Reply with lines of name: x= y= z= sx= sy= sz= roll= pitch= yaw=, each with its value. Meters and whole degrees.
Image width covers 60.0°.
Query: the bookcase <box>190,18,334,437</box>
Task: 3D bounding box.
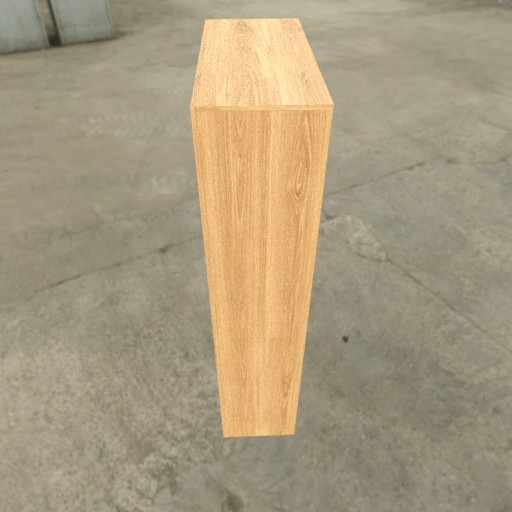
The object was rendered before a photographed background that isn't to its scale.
bookcase: x=0.000 y=0.000 z=2.317 sx=0.420 sy=2.020 sz=0.950 roll=-1 pitch=42 yaw=-2
